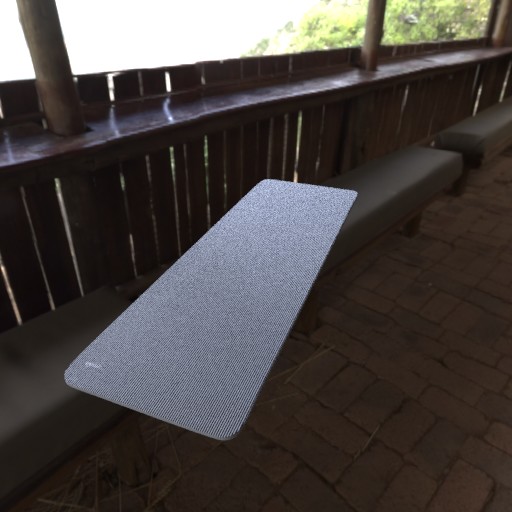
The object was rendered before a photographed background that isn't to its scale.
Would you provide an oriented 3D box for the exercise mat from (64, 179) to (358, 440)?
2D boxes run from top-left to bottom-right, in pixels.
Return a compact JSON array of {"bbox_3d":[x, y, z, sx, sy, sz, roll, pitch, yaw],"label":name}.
[{"bbox_3d":[0.000,0.000,2.044,0.616,0.021,1.884,11,33,18],"label":"exercise mat"}]
